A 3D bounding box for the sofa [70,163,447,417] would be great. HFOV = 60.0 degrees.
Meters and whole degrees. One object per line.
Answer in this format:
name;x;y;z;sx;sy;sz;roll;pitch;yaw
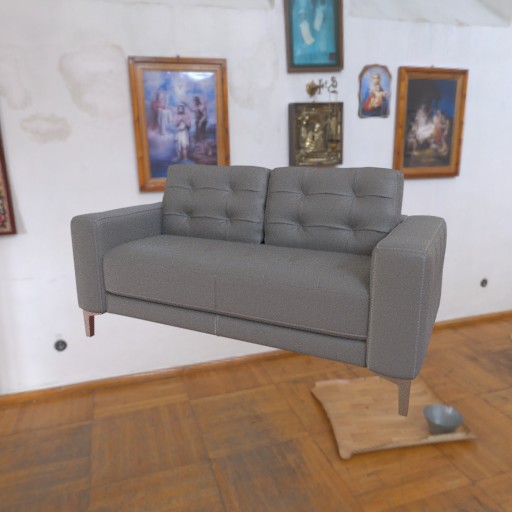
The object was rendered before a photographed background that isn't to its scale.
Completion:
sofa;0.000;0.000;2.242;1.726;0.892;0.833;7;15;26
